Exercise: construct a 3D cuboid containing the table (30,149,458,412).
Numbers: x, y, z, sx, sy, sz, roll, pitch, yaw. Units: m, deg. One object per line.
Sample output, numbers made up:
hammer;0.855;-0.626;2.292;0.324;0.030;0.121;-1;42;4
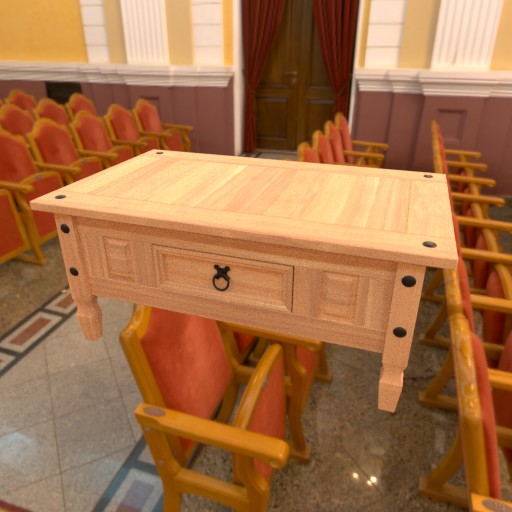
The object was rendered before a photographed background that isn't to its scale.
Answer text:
table;0.000;0.000;1.318;1.000;0.437;0.600;9;28;17
